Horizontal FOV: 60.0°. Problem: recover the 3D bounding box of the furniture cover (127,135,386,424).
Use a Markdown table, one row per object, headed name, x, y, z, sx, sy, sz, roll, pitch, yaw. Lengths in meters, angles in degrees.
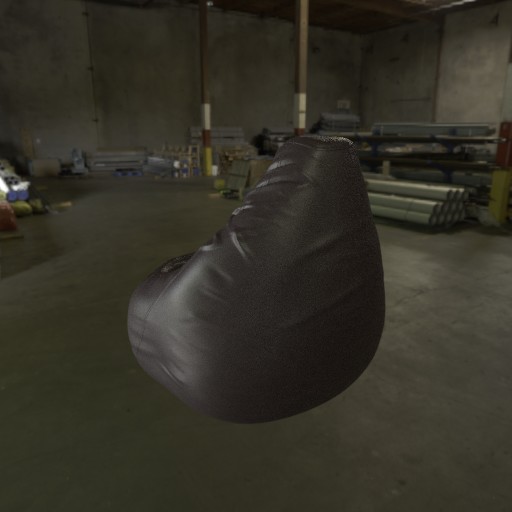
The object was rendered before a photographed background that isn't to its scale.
| name | x | y | z | sx | sy | sz | roll | pitch | yaw |
| --- | --- | --- | --- | --- | --- | --- | --- | --- | --- |
| furniture cover | 0.000 | 0.000 | 1.886 | 1.070 | 0.990 | 1.070 | 15 | 21 | 42 |
